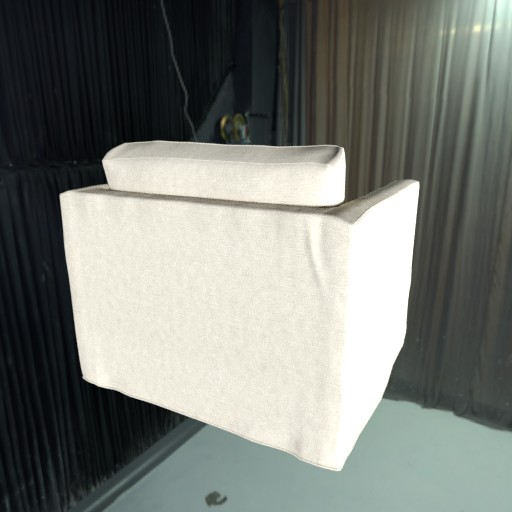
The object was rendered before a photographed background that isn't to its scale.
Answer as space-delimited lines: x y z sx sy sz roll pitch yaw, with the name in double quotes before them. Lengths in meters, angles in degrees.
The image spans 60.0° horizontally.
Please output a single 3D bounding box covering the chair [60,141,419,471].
"chair" 0.000 0.000 1.716 1.057 0.867 0.949 8 18 27
